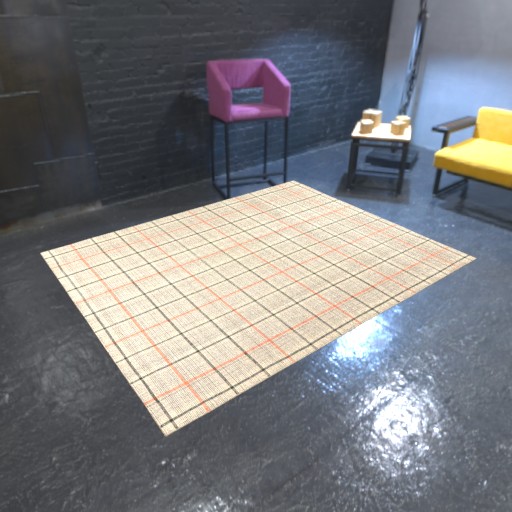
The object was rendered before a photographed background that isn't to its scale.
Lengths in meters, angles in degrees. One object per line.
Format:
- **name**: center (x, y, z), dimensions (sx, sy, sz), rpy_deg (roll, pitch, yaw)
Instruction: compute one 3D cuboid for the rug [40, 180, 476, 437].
- **rug**: center (0.000, 0.000, 3.963), dimensions (3.048, 0.012, 2.444), rpy_deg (-21, 36, -32)
